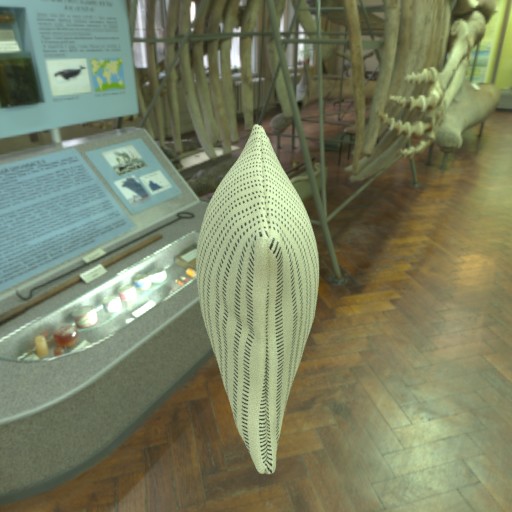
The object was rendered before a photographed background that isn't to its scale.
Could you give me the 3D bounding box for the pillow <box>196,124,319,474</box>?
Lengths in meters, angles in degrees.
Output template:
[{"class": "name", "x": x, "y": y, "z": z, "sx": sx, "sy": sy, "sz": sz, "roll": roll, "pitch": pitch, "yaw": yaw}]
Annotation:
[{"class": "pillow", "x": 0.000, "y": 0.000, "z": 0.802, "sx": 0.210, "sy": 0.353, "sz": 0.640, "roll": 0, "pitch": 27, "yaw": 0}]
